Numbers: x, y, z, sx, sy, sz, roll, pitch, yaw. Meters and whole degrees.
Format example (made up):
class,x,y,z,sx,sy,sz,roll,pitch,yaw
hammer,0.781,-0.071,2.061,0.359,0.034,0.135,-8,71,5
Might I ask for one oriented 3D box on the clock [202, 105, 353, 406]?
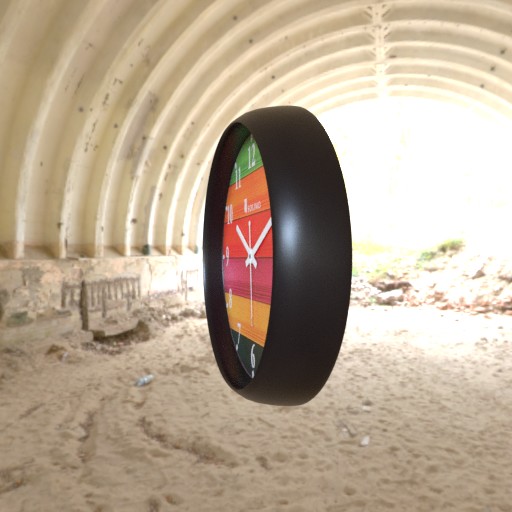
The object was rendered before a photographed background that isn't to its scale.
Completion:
class,x,y,z,sx,sy,sz,roll,pitch,yaw
clock,0.000,0.000,0.458,0.060,0.300,0.300,0,1,-18
